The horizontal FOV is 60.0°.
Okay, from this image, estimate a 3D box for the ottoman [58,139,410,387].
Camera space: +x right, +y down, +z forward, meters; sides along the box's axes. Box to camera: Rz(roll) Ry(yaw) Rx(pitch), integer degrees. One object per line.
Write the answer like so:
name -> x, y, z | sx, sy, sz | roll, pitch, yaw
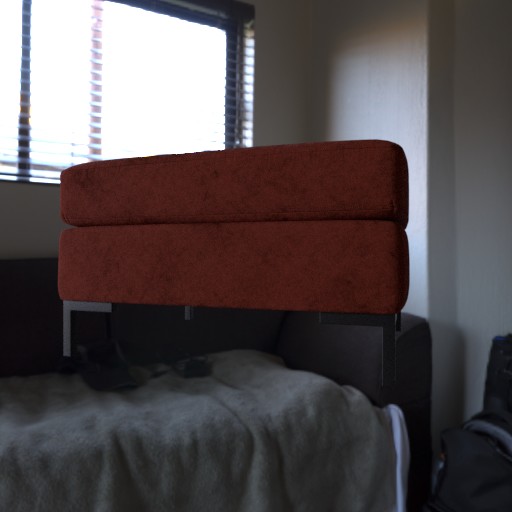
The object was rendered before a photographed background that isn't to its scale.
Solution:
ottoman -> 0.000, 0.000, 1.194 | 0.782, 0.462, 0.650 | 0, 0, 19
